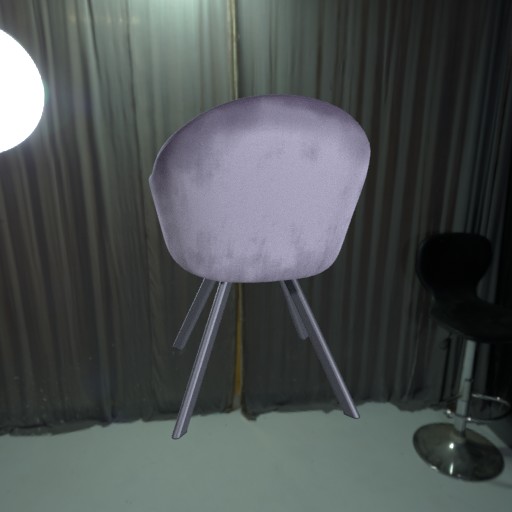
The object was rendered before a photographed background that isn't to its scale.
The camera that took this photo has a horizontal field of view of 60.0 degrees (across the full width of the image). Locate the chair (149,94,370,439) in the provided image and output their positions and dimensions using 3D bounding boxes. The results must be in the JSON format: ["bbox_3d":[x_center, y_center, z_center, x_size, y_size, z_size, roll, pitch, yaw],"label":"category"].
[{"bbox_3d":[0.000,0.000,1.209,0.550,0.795,0.590,-3,16,-9],"label":"chair"}]
